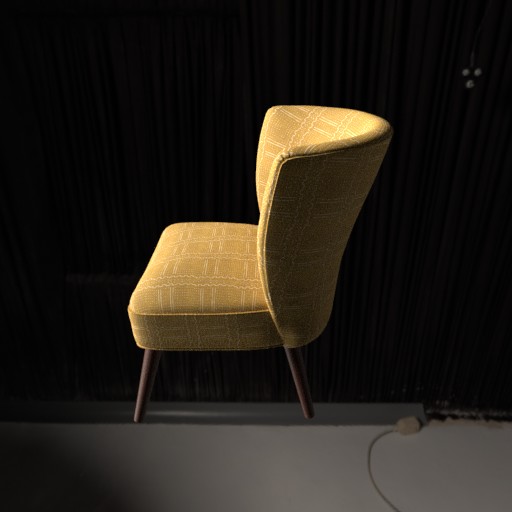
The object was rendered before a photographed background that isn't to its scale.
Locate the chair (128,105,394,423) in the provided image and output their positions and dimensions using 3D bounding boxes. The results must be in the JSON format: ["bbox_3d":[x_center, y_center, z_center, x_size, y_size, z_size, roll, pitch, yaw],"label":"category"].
[{"bbox_3d":[0.000,0.000,1.439,0.758,0.866,0.706,0,27,0],"label":"chair"}]
